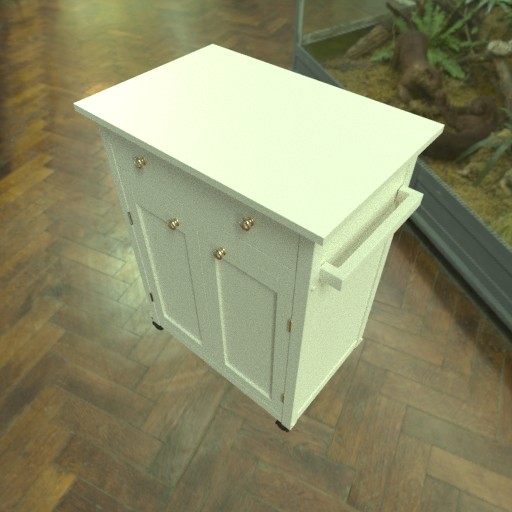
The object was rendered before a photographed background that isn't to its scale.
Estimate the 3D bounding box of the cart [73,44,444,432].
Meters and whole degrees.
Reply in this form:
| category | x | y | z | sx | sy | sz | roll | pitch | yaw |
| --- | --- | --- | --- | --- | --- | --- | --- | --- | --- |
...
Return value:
| category | x | y | z | sx | sy | sz | roll | pitch | yaw |
| --- | --- | --- | --- | --- | --- | --- | --- | --- | --- |
| cart | 0.000 | 0.000 | 1.253 | 0.683 | 0.864 | 0.442 | 31 | 54 | 27 |
